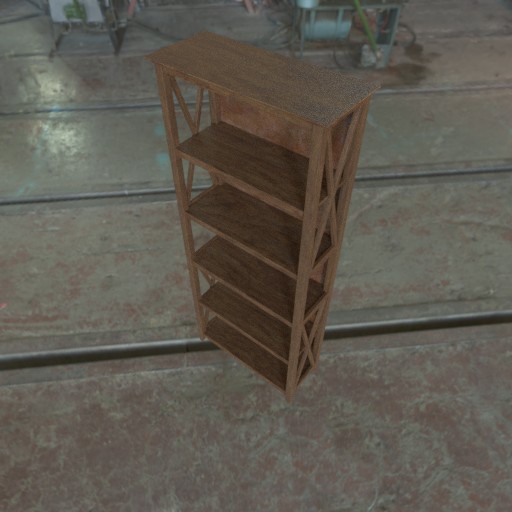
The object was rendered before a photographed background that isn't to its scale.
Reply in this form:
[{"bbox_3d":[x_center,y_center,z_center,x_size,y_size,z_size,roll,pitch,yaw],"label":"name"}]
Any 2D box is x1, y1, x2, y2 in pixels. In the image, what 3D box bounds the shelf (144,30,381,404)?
[{"bbox_3d":[0.000,0.000,2.259,0.805,1.905,0.335,30,53,25],"label":"shelf"}]
